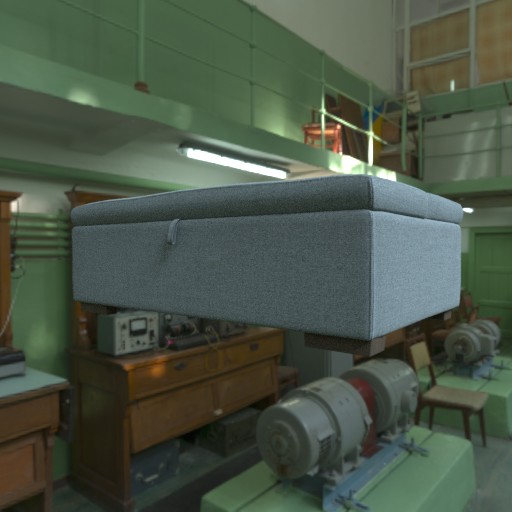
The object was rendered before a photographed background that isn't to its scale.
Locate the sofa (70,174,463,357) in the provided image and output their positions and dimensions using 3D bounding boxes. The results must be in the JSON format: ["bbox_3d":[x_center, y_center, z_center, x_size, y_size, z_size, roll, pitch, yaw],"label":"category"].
[{"bbox_3d":[0.000,0.000,1.636,1.250,0.434,0.817,1,1,38],"label":"sofa"}]
